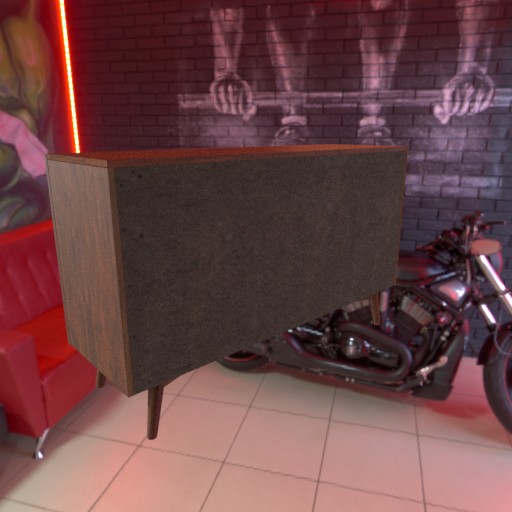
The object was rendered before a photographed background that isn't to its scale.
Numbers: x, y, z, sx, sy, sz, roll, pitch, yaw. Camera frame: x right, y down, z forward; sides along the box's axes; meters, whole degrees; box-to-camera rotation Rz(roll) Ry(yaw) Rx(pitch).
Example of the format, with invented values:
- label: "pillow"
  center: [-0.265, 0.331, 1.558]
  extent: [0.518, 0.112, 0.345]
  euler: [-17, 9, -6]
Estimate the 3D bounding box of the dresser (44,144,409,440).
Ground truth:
- label: "dresser"
  center: [0.000, 0.000, 1.896]
  extent: [1.472, 0.889, 0.500]
  euler: [-14, 21, -40]
